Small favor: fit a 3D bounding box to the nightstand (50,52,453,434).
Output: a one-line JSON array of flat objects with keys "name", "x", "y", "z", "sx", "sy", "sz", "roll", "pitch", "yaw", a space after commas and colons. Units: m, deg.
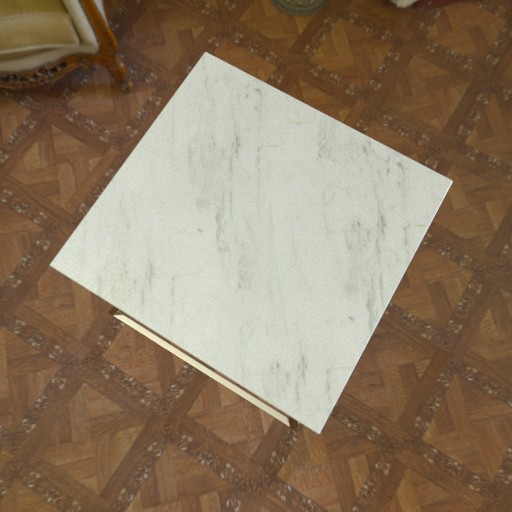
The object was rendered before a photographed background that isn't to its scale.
[{"name": "nightstand", "x": 0.000, "y": 0.000, "z": 0.883, "sx": 0.513, "sy": 0.426, "sz": 0.514, "roll": 30, "pitch": 78, "yaw": 7}]
